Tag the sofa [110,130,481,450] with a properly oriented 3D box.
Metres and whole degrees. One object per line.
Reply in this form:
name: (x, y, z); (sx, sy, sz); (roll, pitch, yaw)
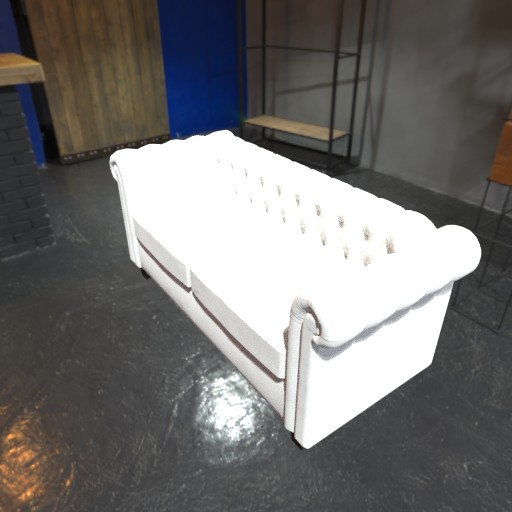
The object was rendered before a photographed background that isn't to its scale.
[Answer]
sofa: (0.000, 0.000, 2.223); (0.771, 0.796, 1.798); (-20, 37, -30)
